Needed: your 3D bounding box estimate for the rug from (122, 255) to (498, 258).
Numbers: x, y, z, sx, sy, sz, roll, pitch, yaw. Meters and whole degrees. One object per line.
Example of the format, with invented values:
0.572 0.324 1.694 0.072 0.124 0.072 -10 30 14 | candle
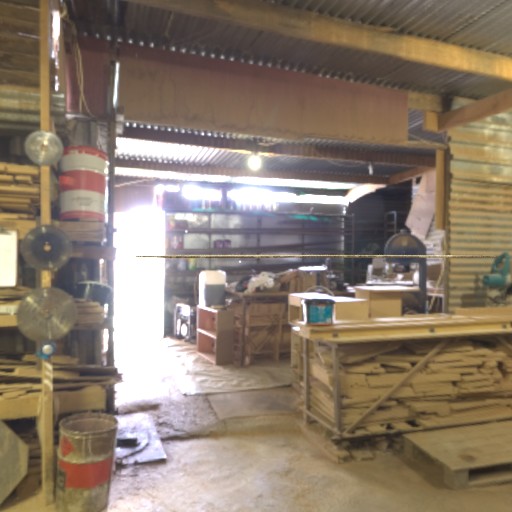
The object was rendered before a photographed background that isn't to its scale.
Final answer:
0.000 0.000 4.330 2.441 0.020 3.419 0 0 -18 | rug
